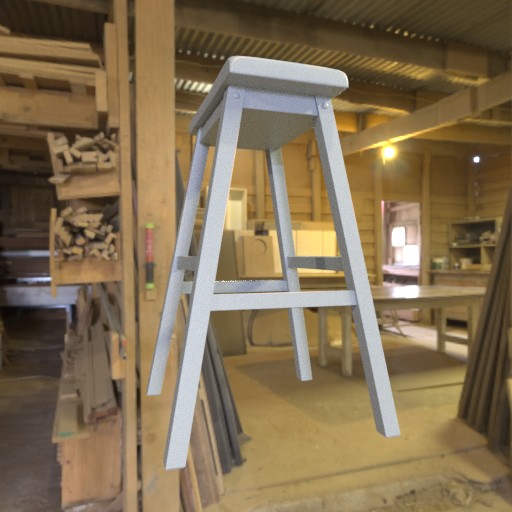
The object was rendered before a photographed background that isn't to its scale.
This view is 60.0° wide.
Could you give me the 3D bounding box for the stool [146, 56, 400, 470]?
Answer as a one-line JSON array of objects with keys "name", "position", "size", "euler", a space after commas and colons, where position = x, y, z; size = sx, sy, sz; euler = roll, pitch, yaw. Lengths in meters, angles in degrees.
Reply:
[{"name": "stool", "position": [0.000, 0.000, 1.051], "size": [0.476, 0.737, 0.457], "euler": [0, 0, -18]}]
